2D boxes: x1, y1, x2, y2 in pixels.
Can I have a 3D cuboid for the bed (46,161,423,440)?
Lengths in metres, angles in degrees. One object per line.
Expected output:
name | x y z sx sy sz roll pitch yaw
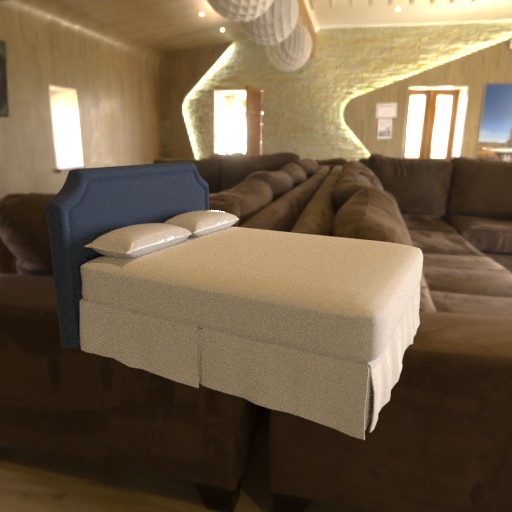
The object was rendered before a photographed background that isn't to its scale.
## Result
bed | 0.000 0.000 3.331 2.260 1.297 1.831 7 16 27
